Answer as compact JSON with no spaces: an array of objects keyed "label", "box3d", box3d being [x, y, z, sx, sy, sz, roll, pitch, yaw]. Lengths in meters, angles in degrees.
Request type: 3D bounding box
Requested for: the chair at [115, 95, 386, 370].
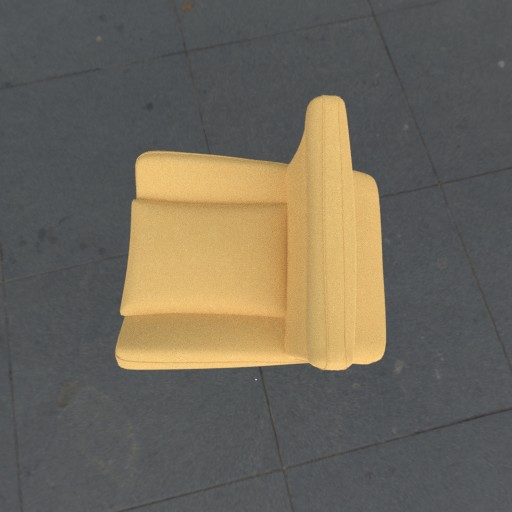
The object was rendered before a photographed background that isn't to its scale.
[{"label":"chair","box3d":[0.000,0.000,1.684,1.008,0.855,0.859,1,74,0]}]
